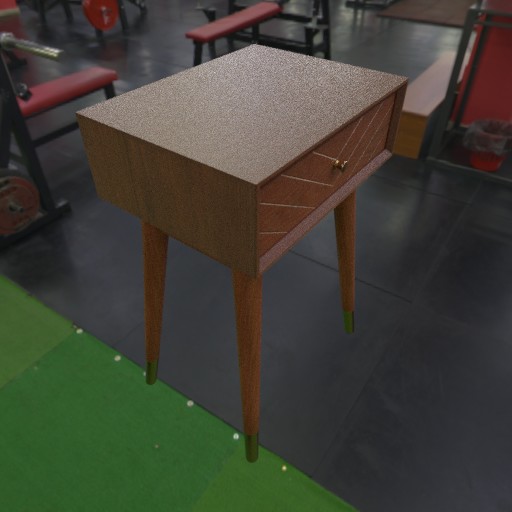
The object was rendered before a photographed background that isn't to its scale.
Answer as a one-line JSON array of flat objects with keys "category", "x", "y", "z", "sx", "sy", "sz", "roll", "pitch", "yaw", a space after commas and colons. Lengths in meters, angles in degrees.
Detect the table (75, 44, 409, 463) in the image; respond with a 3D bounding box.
[{"category": "table", "x": 0.000, "y": 0.000, "z": 0.816, "sx": 0.300, "sy": 0.599, "sz": 0.406, "roll": 26, "pitch": 47, "yaw": 27}]
